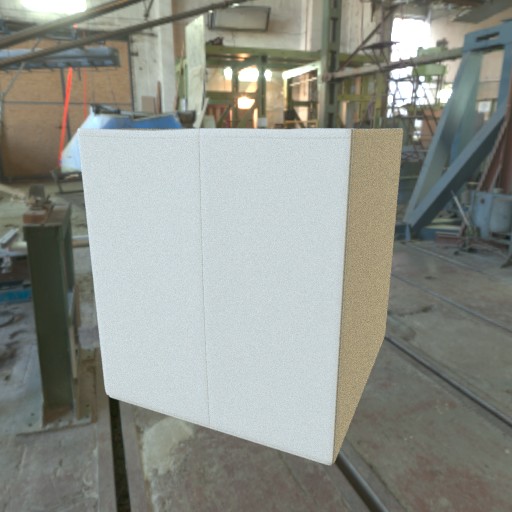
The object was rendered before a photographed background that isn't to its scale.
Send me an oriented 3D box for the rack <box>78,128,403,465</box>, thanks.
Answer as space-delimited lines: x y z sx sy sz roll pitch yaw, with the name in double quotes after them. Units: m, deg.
0.000 0.000 0.506 0.270 0.280 0.270 7 18 24 "rack"
